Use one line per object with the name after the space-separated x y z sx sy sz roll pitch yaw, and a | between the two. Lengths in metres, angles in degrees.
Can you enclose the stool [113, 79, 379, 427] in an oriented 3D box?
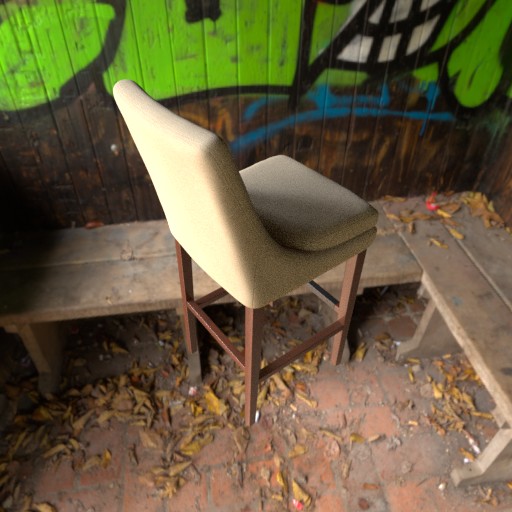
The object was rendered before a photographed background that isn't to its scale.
0.000 0.000 1.382 0.577 1.078 0.470 -26 47 -27 | stool
